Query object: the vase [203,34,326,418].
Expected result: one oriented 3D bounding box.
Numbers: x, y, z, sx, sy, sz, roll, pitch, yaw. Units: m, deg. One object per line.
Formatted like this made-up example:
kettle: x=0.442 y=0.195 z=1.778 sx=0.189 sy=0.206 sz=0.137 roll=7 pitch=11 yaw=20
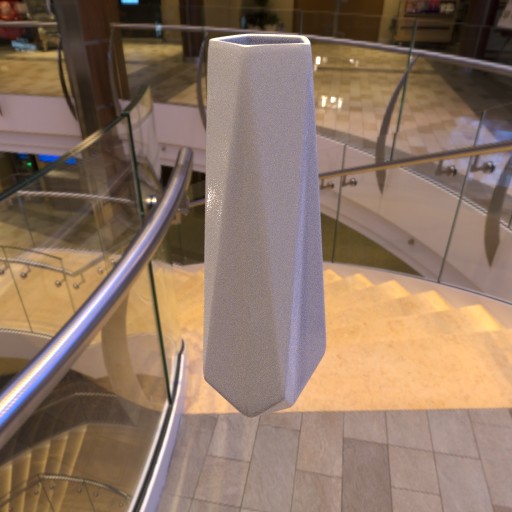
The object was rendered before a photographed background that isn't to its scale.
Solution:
vase: x=0.000 y=0.000 z=0.373 sx=0.116 sy=0.329 sz=0.122 roll=-21 pitch=37 yaw=-30
